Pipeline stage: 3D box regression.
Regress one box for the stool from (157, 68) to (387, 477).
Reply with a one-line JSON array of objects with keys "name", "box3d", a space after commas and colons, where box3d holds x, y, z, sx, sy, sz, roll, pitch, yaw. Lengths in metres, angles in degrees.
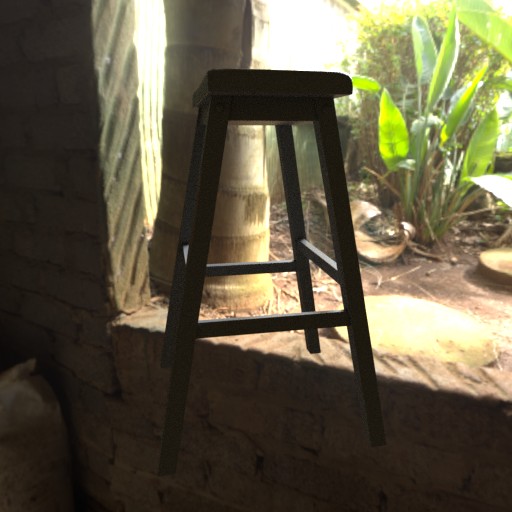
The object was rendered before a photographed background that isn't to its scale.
[{"name": "stool", "box3d": [0.000, 0.000, 1.018, 0.476, 0.737, 0.457, -3, 15, -11]}]
